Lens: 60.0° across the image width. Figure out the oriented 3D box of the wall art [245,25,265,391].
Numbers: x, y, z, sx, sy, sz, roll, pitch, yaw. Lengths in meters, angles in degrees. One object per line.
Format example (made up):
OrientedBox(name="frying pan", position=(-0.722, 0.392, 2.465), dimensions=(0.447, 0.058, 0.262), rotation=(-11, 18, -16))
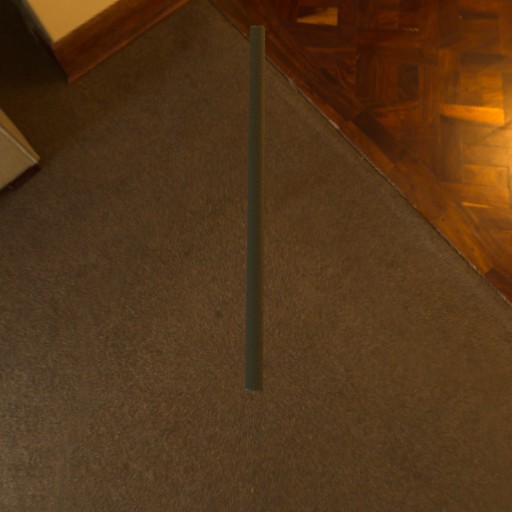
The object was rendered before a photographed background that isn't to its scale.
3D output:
OrientedBox(name="wall art", position=(0.000, 0.000, 0.556), dimensions=(0.013, 0.431, 0.303), rotation=(1, 76, 0))
